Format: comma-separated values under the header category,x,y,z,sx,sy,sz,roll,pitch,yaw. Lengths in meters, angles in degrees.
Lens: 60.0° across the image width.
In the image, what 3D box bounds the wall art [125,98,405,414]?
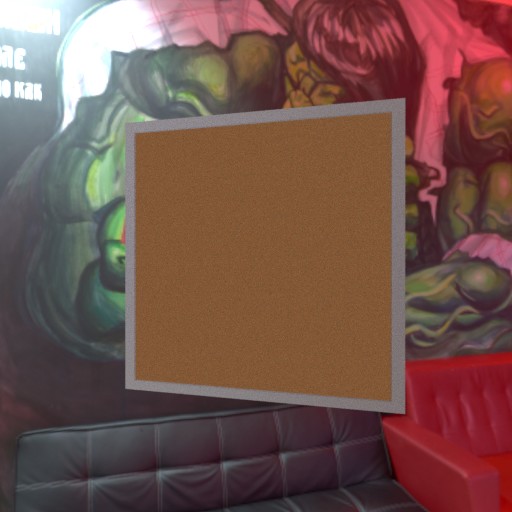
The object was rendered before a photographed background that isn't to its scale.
category,x,y,z,sx,sy,sz,roll,pitch,yaw
wall art,0.000,0.000,0.795,0.506,0.506,0.038,0,0,15
